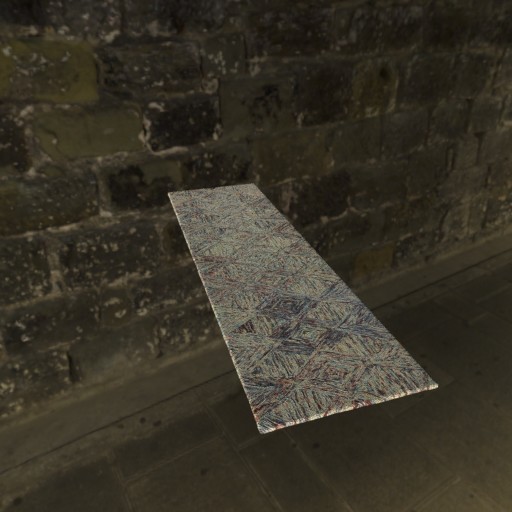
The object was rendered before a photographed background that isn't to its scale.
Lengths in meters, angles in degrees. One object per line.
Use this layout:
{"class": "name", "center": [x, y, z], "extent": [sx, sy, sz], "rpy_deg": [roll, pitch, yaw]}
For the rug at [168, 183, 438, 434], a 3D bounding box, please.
{"class": "rug", "center": [0.000, 0.000, 2.489], "extent": [0.688, 0.015, 2.292], "rpy_deg": [-9, 30, -15]}
